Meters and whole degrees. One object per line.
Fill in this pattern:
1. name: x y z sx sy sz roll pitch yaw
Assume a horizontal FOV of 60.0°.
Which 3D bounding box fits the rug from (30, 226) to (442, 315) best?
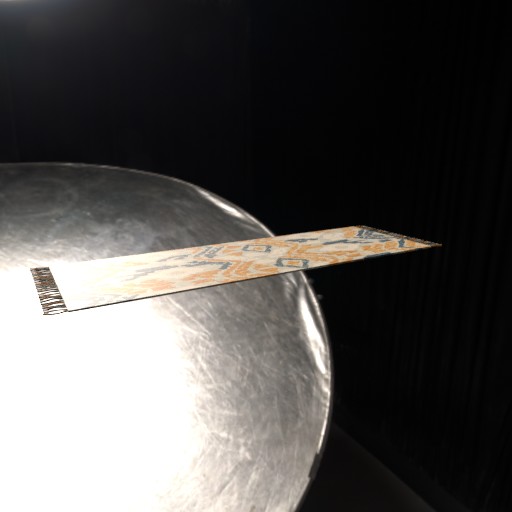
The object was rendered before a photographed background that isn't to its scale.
1. rug: 0.000 0.000 2.707 2.437 0.010 0.783 -9 17 -29
